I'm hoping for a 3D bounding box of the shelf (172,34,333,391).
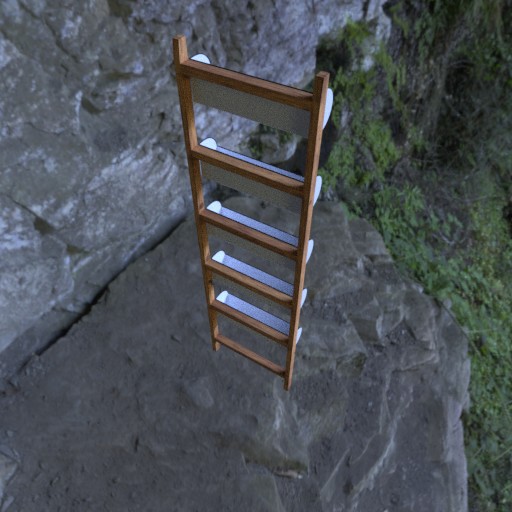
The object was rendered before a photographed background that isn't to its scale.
[{"bbox_3d":[0.000,0.000,1.744,0.454,1.600,0.141,24,52,21],"label":"shelf"}]
